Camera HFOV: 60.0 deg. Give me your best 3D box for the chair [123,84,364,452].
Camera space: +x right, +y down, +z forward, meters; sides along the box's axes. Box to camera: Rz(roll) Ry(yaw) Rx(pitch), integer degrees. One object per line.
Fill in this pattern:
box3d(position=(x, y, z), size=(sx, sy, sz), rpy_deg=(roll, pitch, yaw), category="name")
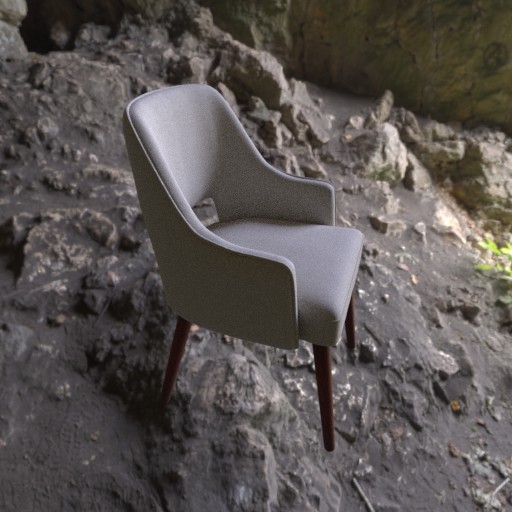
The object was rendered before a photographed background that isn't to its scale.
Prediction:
box3d(position=(0.000, 0.000, 1.223), size=(0.580, 0.840, 0.560), rpy_deg=(9, 30, 16), category="chair")
